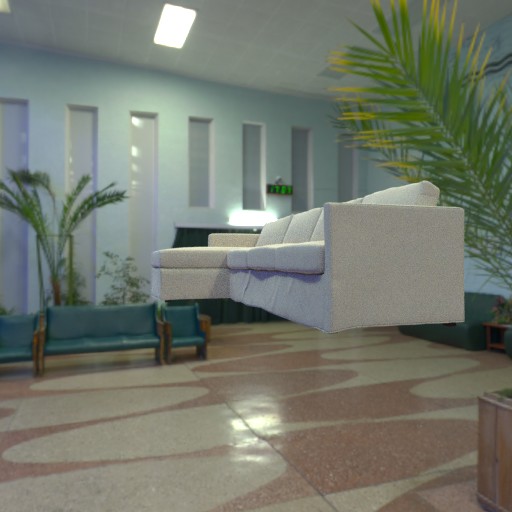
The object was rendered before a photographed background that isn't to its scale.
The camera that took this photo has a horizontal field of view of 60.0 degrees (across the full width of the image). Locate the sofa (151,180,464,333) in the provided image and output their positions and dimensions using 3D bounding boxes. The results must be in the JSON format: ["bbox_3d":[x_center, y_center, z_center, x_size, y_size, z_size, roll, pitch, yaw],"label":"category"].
[{"bbox_3d":[0.000,0.000,3.954,1.650,0.922,3.205,0,-1,-18],"label":"sofa"}]
